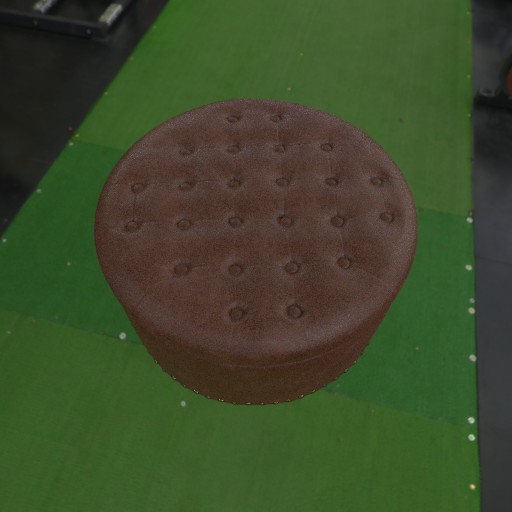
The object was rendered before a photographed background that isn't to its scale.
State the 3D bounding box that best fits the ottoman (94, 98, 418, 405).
[{"bbox_3d":[0.000,0.000,1.041,0.637,0.442,0.637,0,57,0],"label":"ottoman"}]
